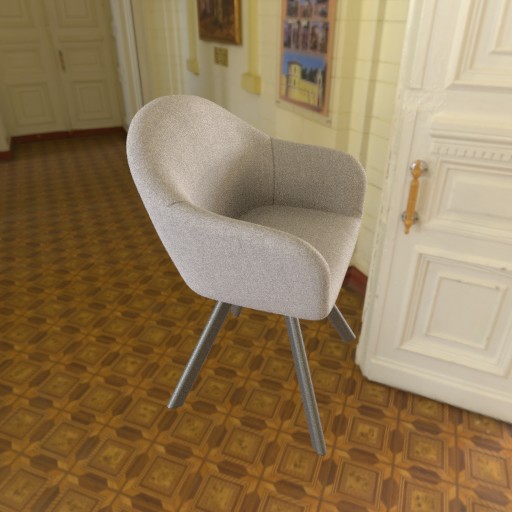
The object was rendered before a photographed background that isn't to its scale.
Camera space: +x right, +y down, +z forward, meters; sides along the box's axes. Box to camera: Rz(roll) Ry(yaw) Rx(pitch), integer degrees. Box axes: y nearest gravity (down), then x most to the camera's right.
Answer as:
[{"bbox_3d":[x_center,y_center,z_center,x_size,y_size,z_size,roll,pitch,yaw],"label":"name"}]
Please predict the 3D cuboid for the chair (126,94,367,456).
[{"bbox_3d":[0.000,0.000,1.199,0.550,0.795,0.590,10,32,17],"label":"chair"}]
